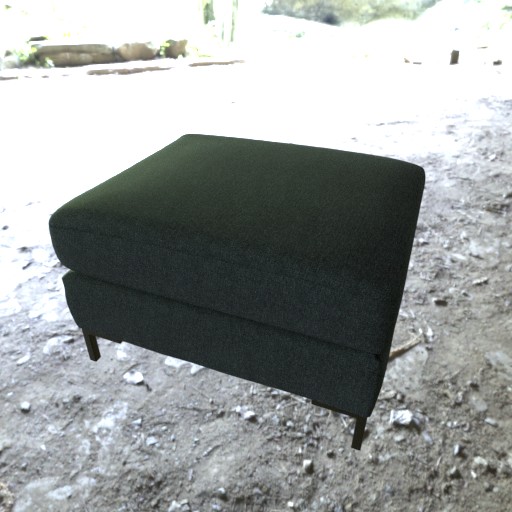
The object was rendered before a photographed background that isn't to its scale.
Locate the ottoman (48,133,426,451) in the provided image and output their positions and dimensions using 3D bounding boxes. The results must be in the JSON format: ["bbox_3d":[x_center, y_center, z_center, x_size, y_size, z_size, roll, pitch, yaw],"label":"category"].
[{"bbox_3d":[0.000,0.000,1.290,0.831,0.533,0.695,12,34,18],"label":"ottoman"}]
